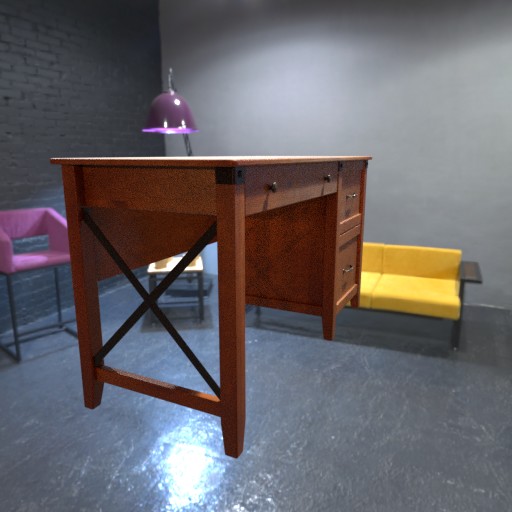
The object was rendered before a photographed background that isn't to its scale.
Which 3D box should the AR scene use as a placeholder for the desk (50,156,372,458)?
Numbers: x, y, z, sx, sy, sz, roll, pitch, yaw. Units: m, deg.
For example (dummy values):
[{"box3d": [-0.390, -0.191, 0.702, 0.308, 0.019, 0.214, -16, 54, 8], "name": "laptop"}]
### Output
[{"box3d": [0.000, 0.000, 1.733, 0.574, 0.756, 1.353, 6, 14, 26], "name": "desk"}]
